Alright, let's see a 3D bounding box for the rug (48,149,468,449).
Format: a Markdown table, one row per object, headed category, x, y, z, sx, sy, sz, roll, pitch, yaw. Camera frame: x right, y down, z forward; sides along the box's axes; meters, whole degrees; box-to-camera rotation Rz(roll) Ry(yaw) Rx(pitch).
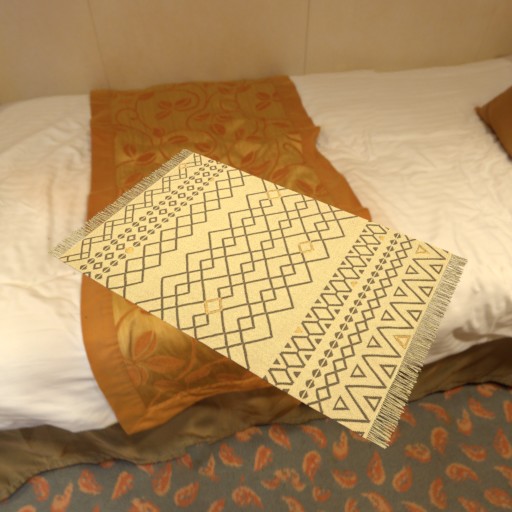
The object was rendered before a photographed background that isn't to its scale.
| category | x | y | z | sx | sy | sz | roll | pitch | yaw |
| --- | --- | --- | --- | --- | --- | --- | --- | --- | --- |
| rug | 0.000 | 0.000 | 3.018 | 2.472 | 0.035 | 1.495 | 25 | 52 | 22 |
